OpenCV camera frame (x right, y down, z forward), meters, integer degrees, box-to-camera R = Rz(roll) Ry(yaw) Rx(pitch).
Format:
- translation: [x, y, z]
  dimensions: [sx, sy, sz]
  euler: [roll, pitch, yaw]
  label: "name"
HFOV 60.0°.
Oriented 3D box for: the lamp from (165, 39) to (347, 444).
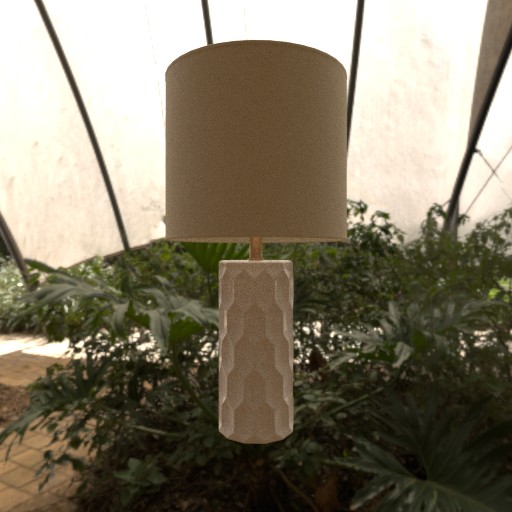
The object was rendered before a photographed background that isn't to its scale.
- translation: [0.000, 0.000, 0.687]
  dimensions: [0.277, 0.537, 0.277]
  euler: [0, 0, 2]
  label: "lamp"
